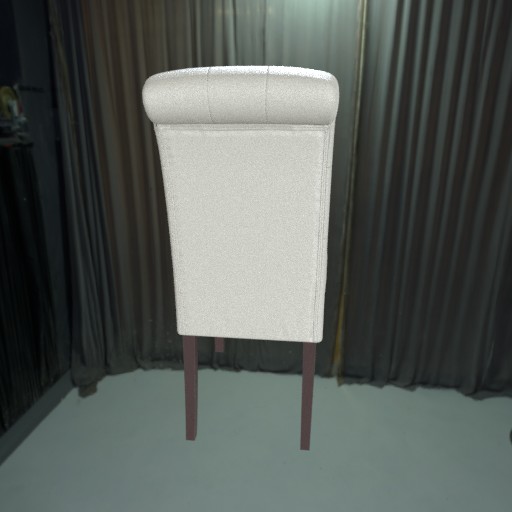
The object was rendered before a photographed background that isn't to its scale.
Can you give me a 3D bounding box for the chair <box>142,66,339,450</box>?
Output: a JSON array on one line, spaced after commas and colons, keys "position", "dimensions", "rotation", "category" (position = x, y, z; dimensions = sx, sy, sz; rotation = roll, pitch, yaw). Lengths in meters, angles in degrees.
[{"position": [0.000, 0.000, 1.343], "dimensions": [0.456, 1.006, 0.671], "rotation": [2, 17, 7], "category": "chair"}]
